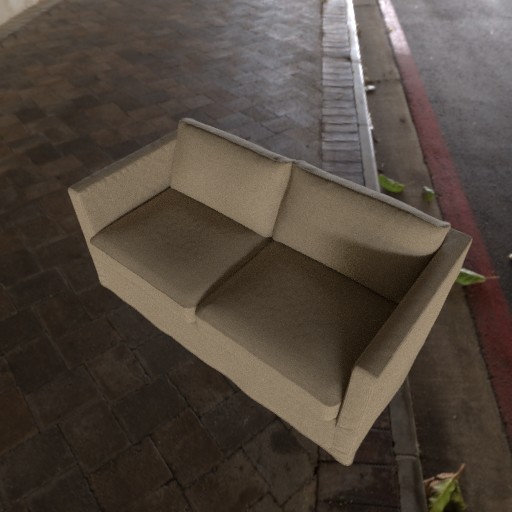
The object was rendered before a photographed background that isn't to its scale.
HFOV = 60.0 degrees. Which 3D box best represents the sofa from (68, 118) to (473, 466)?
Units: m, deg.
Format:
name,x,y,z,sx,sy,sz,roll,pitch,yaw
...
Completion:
name,x,y,z,sx,sy,sz,roll,pitch,yaw
sofa,0.000,0.000,2.288,1.766,0.828,0.956,29,51,27
